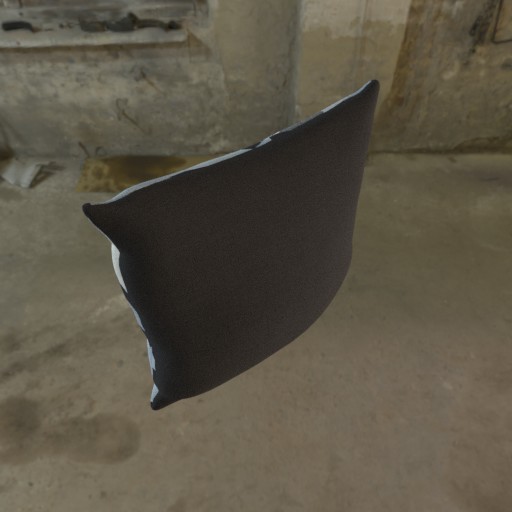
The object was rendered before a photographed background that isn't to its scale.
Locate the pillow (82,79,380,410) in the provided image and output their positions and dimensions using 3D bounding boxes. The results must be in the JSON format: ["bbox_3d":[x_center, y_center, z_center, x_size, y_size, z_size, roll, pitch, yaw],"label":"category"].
[{"bbox_3d":[0.000,0.000,0.765,0.503,0.496,0.208,-30,52,-26],"label":"pillow"}]
